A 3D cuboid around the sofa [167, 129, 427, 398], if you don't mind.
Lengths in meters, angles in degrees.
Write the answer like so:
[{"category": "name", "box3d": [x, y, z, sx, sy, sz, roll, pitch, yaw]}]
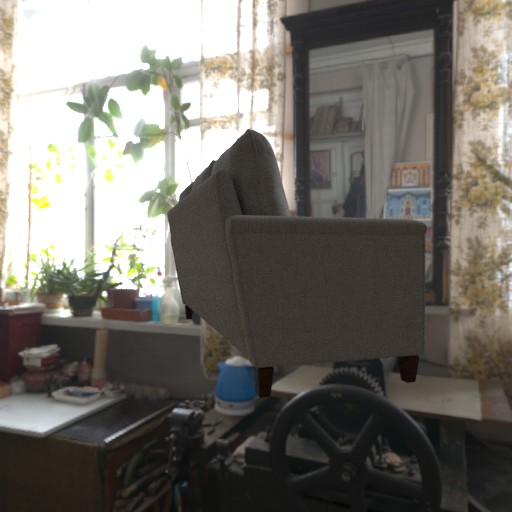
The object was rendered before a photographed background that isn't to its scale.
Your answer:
[{"category": "sofa", "box3d": [0.000, 0.000, 2.495, 0.828, 0.959, 1.925, 0, 1, -17]}]
